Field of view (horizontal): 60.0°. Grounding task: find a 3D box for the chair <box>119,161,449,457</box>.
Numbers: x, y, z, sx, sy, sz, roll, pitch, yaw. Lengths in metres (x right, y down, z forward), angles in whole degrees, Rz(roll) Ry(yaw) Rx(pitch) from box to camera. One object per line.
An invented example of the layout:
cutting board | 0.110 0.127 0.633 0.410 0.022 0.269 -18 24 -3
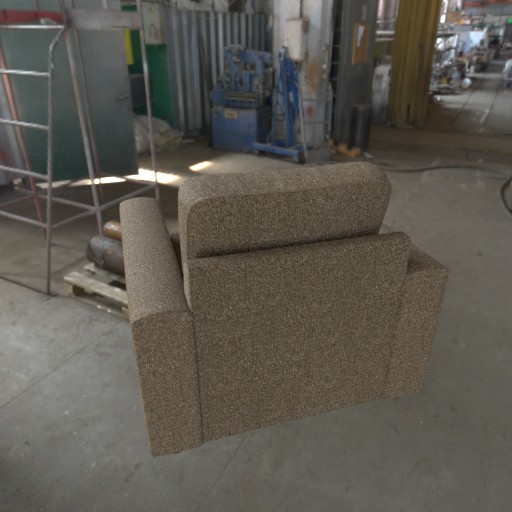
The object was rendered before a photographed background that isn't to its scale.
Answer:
chair | 0.000 0.000 1.775 1.005 0.873 1.016 -8 28 -15
